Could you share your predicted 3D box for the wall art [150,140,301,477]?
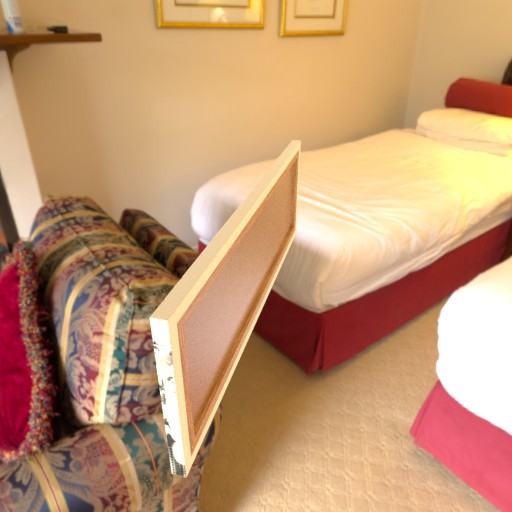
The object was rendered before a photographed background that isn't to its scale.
[{"bbox_3d":[0.000,0.000,1.680,0.044,0.507,1.520,8,30,13],"label":"wall art"}]
